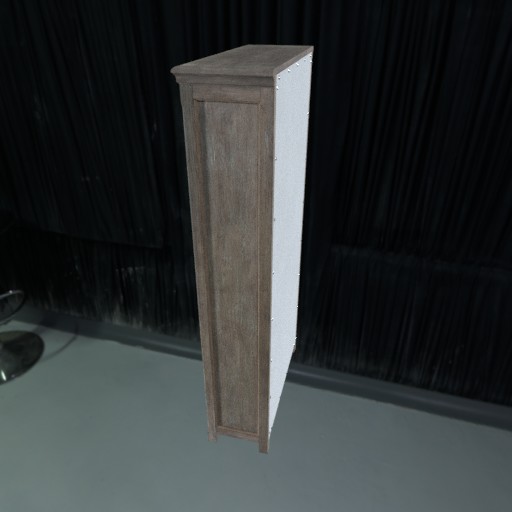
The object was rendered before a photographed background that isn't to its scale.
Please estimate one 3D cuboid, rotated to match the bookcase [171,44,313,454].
[{"bbox_3d":[0.000,0.000,2.258,0.348,1.880,0.906,7,31,12],"label":"bookcase"}]
